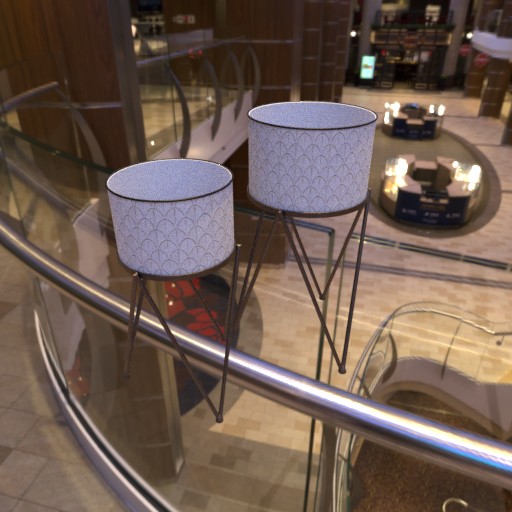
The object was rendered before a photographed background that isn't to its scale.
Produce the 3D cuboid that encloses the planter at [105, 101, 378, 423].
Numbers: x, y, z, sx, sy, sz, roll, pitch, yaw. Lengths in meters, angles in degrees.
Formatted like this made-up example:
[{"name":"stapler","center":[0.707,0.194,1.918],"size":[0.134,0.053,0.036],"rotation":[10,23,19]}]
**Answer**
[{"name":"planter","center":[0.000,0.000,1.211],"size":[0.769,0.712,0.413],"rotation":[-17,34,-27]}]
